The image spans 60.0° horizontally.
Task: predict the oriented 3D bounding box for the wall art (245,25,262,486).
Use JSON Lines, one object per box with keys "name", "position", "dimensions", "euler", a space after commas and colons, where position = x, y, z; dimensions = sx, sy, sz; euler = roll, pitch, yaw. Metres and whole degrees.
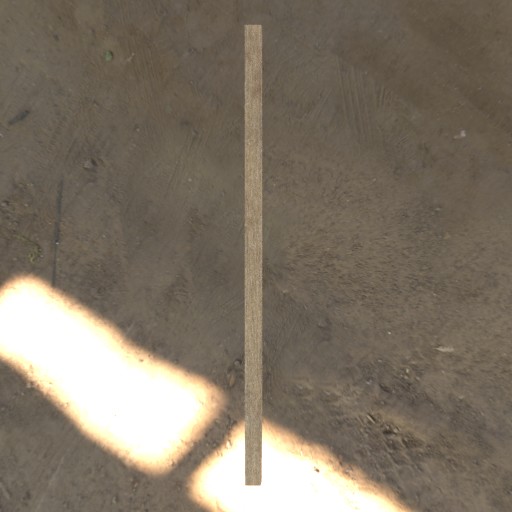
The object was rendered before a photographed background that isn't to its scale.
{"name": "wall art", "position": [0.000, 0.000, 0.930], "dimensions": [0.026, 0.535, 0.690], "euler": [0, 89, 1]}
